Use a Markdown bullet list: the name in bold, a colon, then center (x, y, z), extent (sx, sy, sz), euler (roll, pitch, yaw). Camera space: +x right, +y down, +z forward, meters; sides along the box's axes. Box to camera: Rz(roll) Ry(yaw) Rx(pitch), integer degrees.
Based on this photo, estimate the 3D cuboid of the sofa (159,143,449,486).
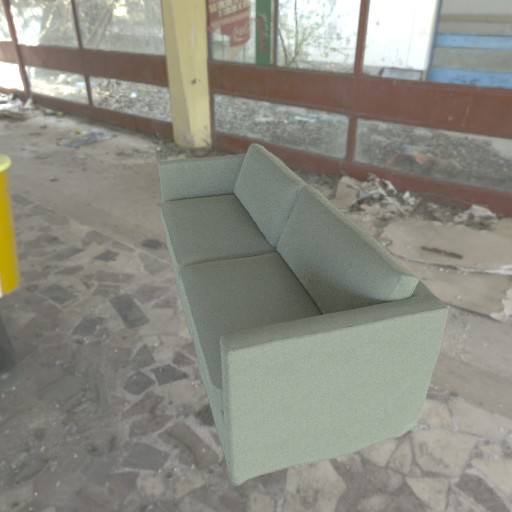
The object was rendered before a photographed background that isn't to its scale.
- **sofa**: center (0.000, 0.000, 2.736), extent (0.962, 0.853, 2.312), euler (-8, 31, -15)
